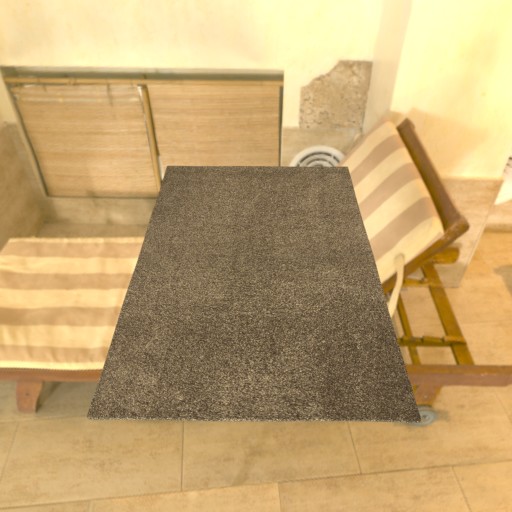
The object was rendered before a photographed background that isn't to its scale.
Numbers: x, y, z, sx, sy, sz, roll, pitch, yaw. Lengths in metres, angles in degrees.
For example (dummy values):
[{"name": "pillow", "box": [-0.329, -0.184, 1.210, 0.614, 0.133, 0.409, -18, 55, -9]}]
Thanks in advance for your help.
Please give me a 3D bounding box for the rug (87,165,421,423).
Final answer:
[{"name": "rug", "box": [0.000, 0.000, 3.400, 1.802, 0.026, 2.699, 0, 41, 0]}]
